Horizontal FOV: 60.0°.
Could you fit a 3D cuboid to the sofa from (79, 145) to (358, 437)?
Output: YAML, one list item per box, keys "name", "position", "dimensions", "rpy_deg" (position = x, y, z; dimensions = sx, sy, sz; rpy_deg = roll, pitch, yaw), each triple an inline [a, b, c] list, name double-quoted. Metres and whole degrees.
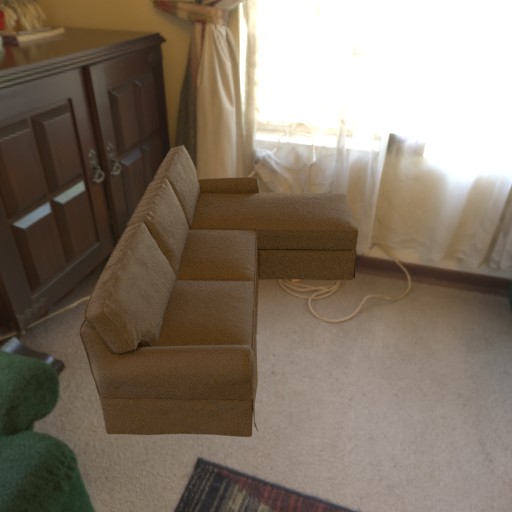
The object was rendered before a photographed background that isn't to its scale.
- name: "sofa"
  position: [0.000, 0.000, 3.346]
  dimensions: [1.733, 0.978, 2.475]
  rpy_deg: [1, 33, 1]
